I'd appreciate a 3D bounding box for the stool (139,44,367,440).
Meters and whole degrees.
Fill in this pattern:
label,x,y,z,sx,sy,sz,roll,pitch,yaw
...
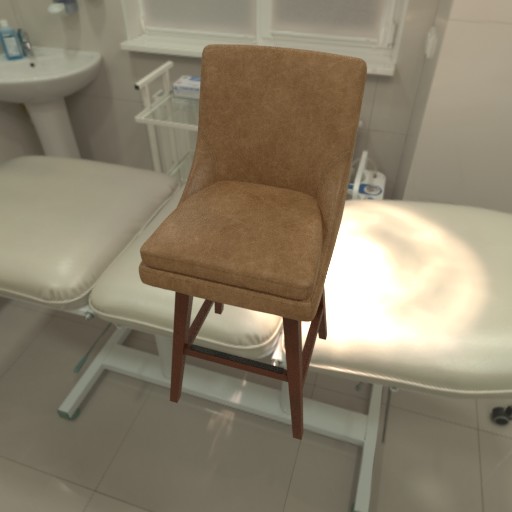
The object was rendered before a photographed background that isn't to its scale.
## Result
label,x,y,z,sx,sy,sz,roll,pitch,yaw
stool,0.000,0.000,1.383,0.487,1.079,0.572,12,42,13
